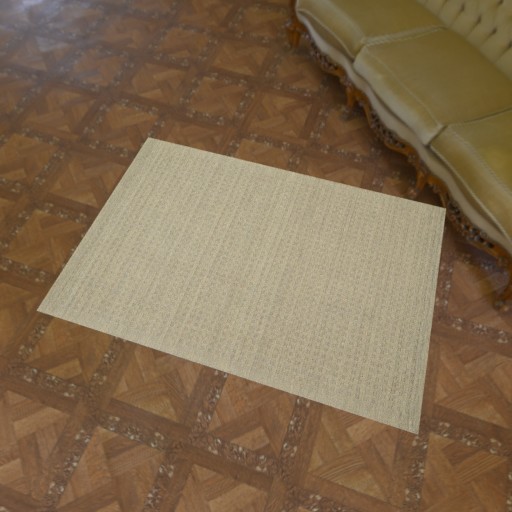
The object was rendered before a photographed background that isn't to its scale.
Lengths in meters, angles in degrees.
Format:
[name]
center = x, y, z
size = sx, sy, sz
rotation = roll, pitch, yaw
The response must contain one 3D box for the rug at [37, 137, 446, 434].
[rug]
center = 0.000, 0.000, 3.666
size = 2.895, 0.006, 1.981
rotation = 15, 59, 9
